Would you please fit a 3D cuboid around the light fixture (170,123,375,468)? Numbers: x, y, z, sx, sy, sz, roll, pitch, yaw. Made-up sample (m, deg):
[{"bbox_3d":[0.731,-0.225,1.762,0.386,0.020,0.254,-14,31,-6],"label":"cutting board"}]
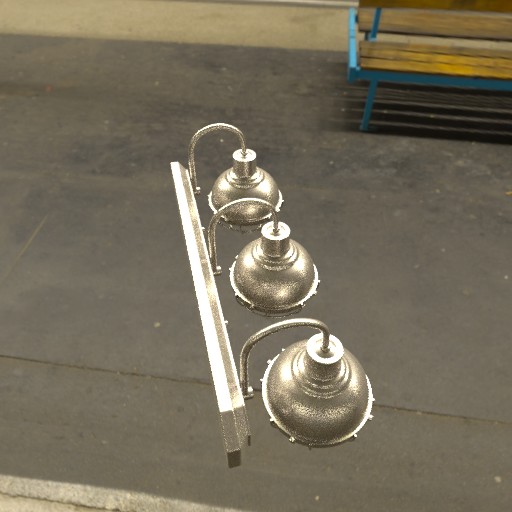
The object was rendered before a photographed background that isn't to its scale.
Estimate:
[{"bbox_3d":[0.000,0.000,0.767,0.229,0.254,0.634,-10,46,-10],"label":"light fixture"}]
